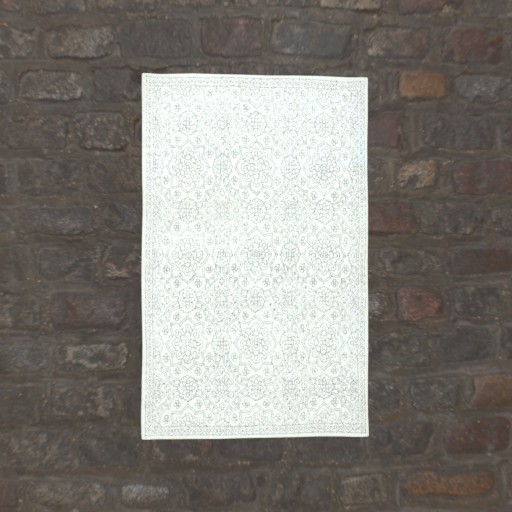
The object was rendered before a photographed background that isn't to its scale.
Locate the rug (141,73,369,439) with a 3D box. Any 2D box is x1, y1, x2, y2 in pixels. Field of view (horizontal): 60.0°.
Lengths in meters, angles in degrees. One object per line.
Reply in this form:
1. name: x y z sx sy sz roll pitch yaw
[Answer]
1. rug: 0.000 0.000 2.963 1.518 0.023 2.434 0 90 -2
